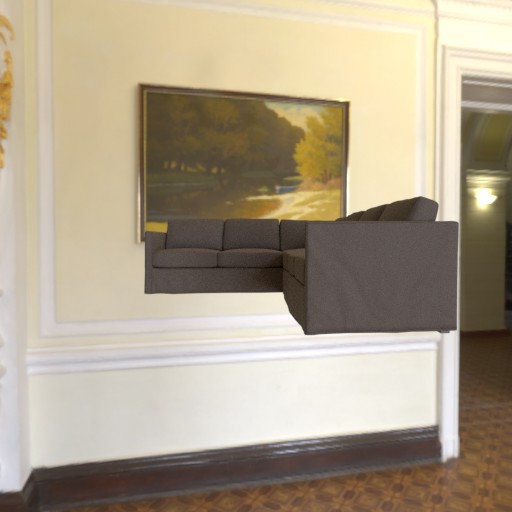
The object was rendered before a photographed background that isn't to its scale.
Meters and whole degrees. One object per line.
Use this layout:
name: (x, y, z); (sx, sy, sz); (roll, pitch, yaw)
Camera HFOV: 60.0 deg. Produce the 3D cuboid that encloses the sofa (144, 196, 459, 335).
sofa: (0.000, 0.000, 4.232); (2.432, 0.871, 3.182); (0, 2, 0)
